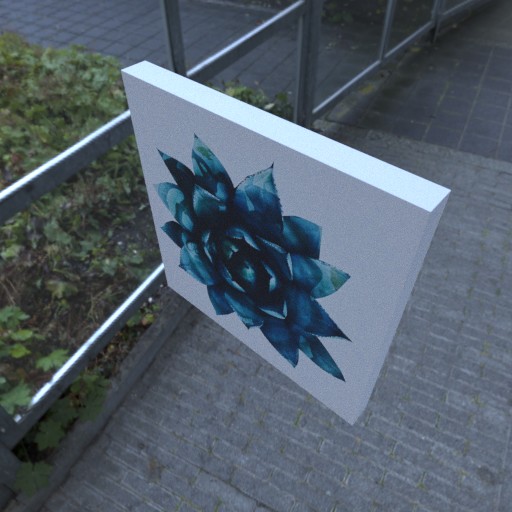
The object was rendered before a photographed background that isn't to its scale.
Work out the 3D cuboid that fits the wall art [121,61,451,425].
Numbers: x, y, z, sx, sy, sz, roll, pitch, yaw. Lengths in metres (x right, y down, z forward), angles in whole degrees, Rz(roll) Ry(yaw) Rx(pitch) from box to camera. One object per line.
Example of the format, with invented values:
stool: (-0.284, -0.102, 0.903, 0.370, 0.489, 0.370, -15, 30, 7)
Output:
wall art: (0.000, 0.000, 0.604, 0.406, 0.406, 0.038, 32, 54, 27)
